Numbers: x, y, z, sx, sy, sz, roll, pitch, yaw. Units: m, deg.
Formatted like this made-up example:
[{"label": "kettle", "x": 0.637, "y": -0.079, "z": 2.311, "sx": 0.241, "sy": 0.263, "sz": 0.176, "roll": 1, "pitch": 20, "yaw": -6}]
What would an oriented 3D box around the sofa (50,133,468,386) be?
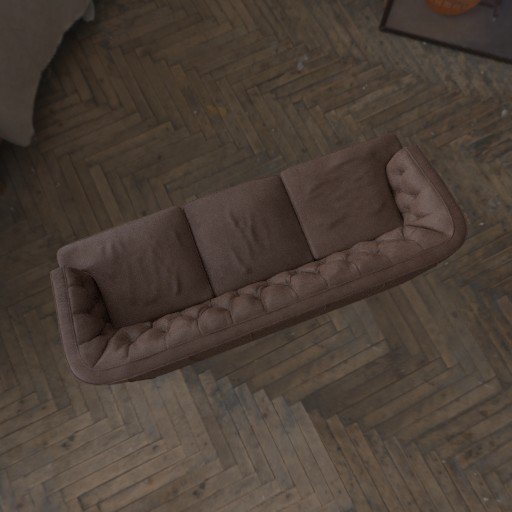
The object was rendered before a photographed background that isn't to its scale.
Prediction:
[{"label": "sofa", "x": 0.000, "y": 0.000, "z": 2.677, "sx": 2.227, "sy": 0.787, "sz": 0.927, "roll": -20, "pitch": 77, "yaw": -5}]
